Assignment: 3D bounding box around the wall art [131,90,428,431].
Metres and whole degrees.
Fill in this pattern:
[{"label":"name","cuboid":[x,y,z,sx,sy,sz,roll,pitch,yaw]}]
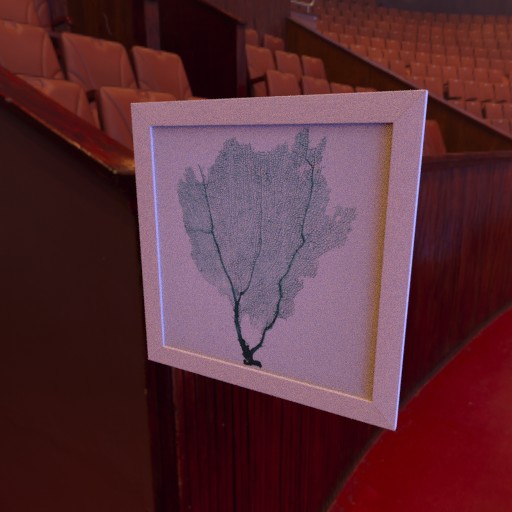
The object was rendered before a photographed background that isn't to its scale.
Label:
[{"label":"wall art","cuboid":[0.000,0.000,0.857,0.572,0.577,0.015,8,17,27]}]
